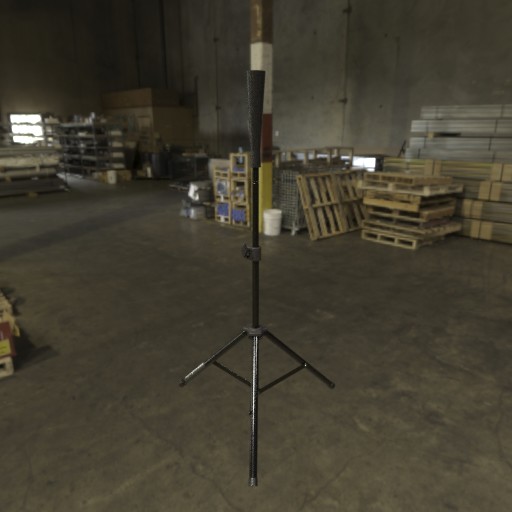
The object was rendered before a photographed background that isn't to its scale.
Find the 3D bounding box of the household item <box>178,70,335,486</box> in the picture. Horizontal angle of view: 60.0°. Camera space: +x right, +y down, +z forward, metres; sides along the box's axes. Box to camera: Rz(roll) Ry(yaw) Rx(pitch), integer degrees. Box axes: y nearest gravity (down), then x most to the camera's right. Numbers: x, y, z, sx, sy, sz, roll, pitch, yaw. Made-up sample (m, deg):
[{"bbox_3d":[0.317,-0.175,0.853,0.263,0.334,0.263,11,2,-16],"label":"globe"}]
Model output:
[{"bbox_3d":[0.000,0.000,1.395,0.559,1.067,0.559,-15,22,-42],"label":"household item"}]
